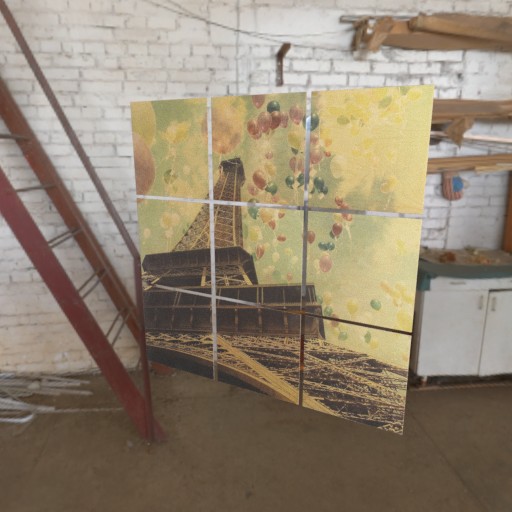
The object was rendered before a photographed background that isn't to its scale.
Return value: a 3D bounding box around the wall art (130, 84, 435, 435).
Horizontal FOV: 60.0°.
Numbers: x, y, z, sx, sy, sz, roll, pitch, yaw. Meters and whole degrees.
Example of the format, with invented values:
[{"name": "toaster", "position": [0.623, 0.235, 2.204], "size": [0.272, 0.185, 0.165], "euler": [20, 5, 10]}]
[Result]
[{"name": "wall art", "position": [0.000, 0.000, 2.190], "size": [1.517, 1.505, 0.002], "euler": [8, 16, 27]}]
